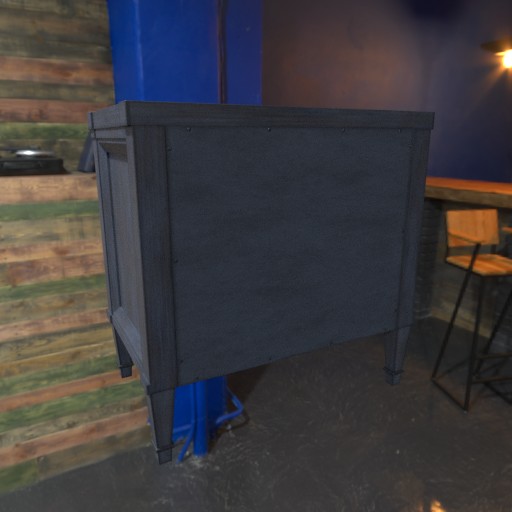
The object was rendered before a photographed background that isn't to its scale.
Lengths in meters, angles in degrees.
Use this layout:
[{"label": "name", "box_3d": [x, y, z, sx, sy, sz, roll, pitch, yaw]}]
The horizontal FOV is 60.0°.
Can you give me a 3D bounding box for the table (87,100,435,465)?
[{"label": "table", "box_3d": [0.000, 0.000, 1.070, 0.660, 0.660, 0.413, -8, 17, -27]}]
